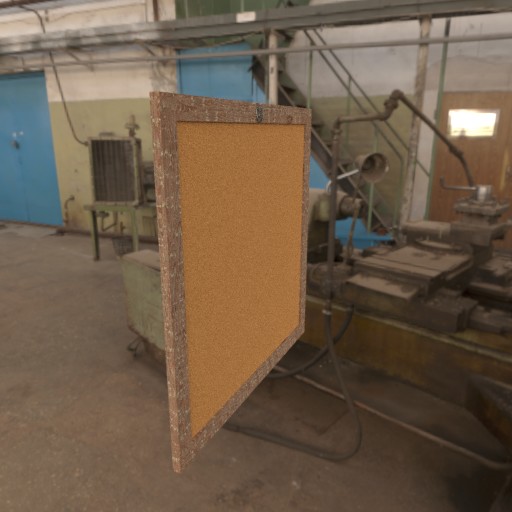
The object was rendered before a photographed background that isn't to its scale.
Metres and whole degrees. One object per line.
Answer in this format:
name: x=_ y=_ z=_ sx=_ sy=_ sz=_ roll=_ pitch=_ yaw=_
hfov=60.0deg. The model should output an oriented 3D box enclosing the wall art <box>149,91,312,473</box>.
wall art: x=0.000 y=0.000 z=0.588 sx=0.012 sy=0.384 sz=0.384 roll=8 pitch=18 yaw=25
